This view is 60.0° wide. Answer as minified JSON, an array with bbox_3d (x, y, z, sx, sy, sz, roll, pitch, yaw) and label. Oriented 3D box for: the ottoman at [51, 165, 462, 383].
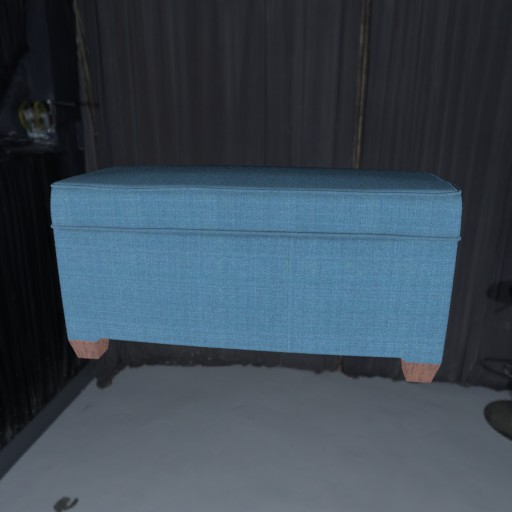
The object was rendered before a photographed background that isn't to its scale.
[{"bbox_3d":[0.000,0.000,1.229,0.943,0.474,0.474,2,17,7],"label":"ottoman"}]
